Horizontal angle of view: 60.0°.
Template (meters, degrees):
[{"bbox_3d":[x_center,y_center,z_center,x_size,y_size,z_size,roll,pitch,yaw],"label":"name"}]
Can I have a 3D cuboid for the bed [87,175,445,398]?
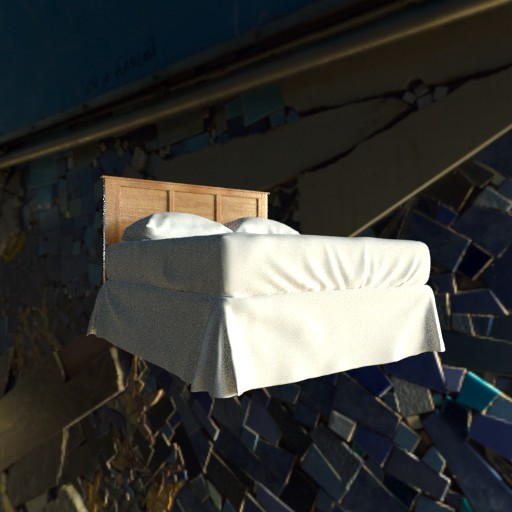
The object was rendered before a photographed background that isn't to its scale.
[{"bbox_3d":[0.000,0.000,3.198,1.870,1.273,2.035,0,0,-35],"label":"bed"}]
